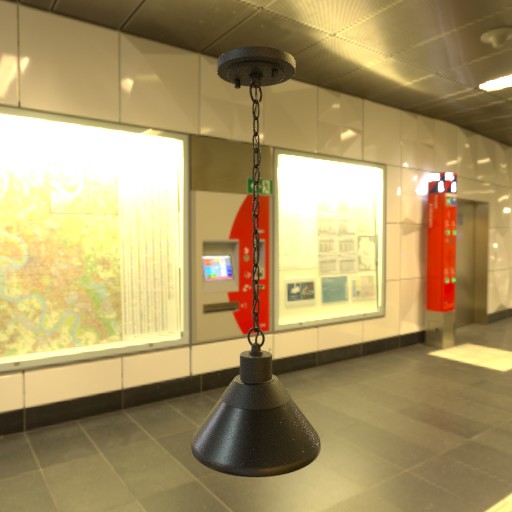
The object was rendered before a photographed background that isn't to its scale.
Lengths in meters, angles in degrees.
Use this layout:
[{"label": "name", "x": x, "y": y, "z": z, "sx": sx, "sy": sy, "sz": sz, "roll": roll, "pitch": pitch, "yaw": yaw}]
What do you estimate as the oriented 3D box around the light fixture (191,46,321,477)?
[{"label": "light fixture", "x": 0.000, "y": 0.000, "z": 0.686, "sx": 0.201, "sy": 0.588, "sz": 0.201, "roll": 1, "pitch": 2, "yaw": 35}]
